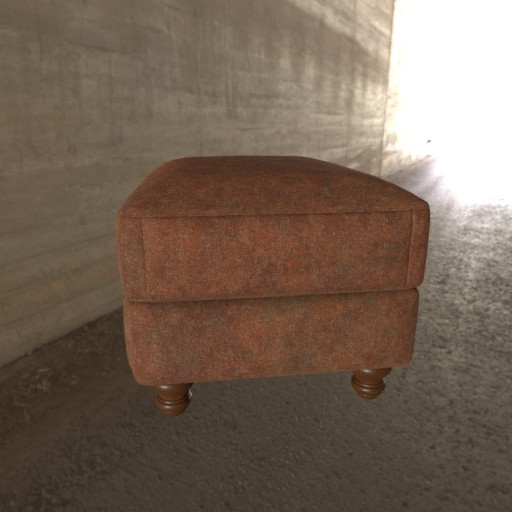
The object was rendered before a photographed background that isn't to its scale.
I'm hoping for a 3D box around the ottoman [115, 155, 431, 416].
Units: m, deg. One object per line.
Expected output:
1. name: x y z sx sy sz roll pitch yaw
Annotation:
1. ottoman: 0.000 0.000 1.192 0.635 0.508 0.787 -2 17 -7
